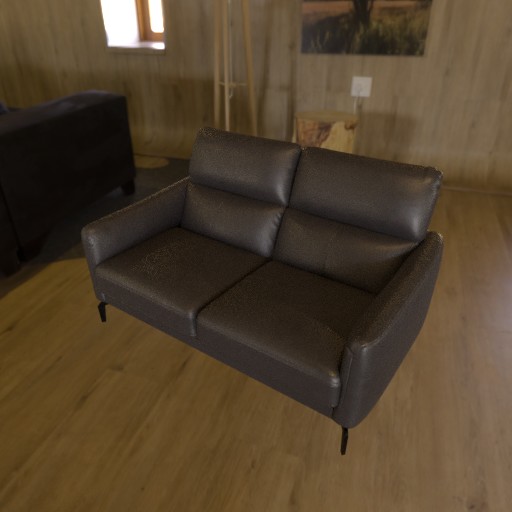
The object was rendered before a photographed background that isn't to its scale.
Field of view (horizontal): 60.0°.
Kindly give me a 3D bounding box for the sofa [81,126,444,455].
[{"bbox_3d":[0.000,0.000,2.190,1.596,0.920,0.958,19,35,30],"label":"sofa"}]
